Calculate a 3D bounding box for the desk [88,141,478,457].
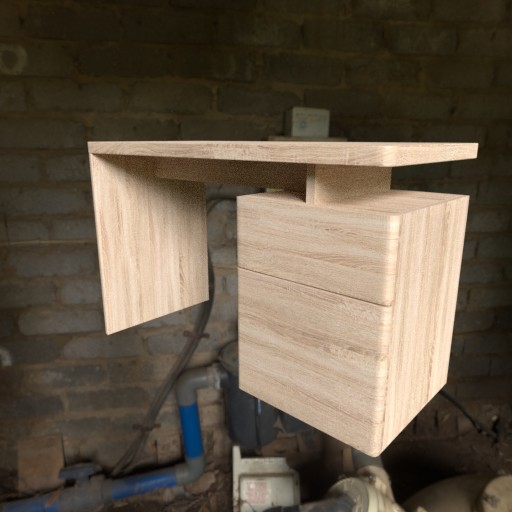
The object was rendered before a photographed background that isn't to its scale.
[{"bbox_3d":[0.000,0.000,1.531,1.200,0.760,0.550,13,20,41],"label":"desk"}]
